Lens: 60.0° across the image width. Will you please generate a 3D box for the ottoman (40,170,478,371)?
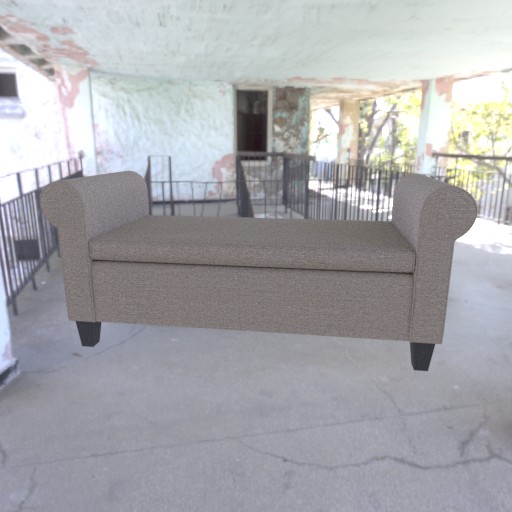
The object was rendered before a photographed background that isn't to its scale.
[{"bbox_3d":[0.000,0.000,1.547,1.256,0.547,0.521,2,15,8],"label":"ottoman"}]
